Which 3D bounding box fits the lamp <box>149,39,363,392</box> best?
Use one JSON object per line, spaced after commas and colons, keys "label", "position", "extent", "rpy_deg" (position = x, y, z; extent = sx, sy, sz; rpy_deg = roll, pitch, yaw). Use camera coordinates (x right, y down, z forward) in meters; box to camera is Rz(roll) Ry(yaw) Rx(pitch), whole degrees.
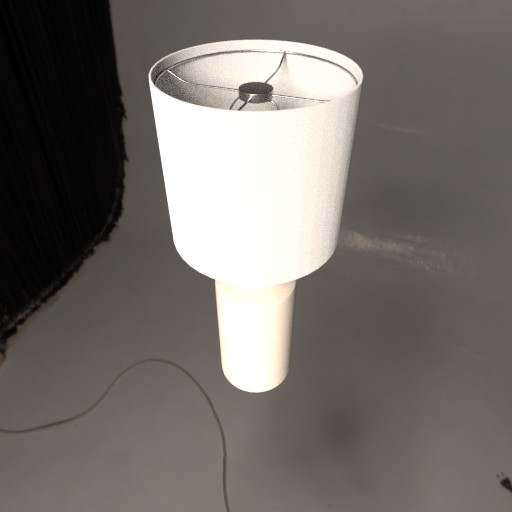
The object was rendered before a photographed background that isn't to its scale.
{"label": "lamp", "position": [0.000, 0.000, 0.604], "extent": [0.212, 0.493, 0.212], "rpy_deg": [13, 42, 15]}
